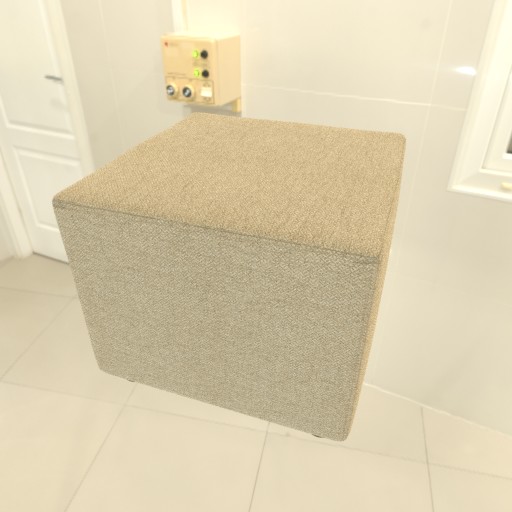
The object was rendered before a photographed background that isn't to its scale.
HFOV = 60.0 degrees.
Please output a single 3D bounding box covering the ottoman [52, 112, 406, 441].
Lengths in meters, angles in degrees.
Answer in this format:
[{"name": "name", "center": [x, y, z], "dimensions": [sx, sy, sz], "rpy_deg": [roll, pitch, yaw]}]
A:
[{"name": "ottoman", "center": [0.000, 0.000, 0.900], "dimensions": [0.508, 0.432, 0.508], "rpy_deg": [11, 35, 16]}]
